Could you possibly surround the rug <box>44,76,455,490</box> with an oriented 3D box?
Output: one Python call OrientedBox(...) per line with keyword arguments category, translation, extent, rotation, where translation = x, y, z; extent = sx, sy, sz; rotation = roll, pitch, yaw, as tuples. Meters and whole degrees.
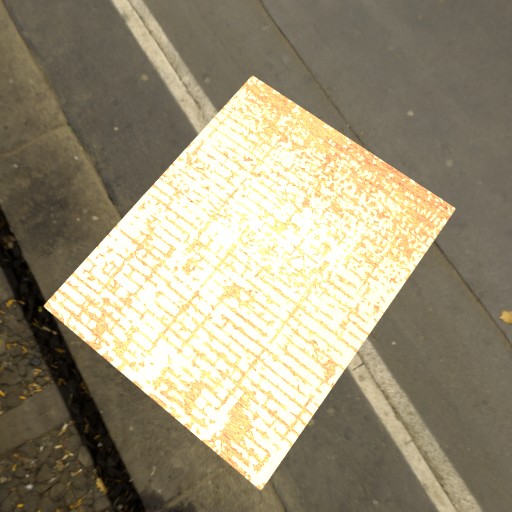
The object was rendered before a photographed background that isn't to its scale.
OrientedBox(category="rug", translation=(0.000, 0.000, 4.082), extent=(2.441, 0.011, 3.050), rotation=(36, 77, 10))
